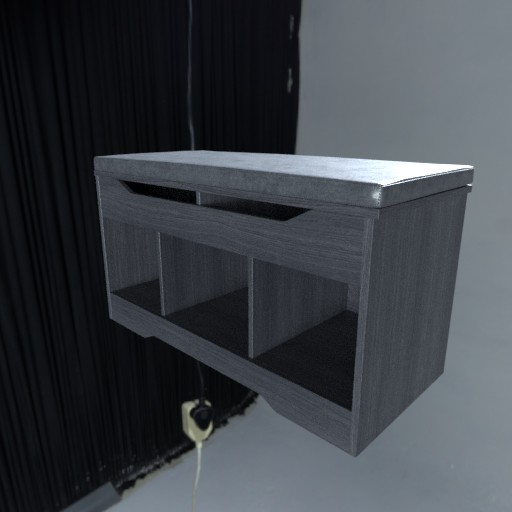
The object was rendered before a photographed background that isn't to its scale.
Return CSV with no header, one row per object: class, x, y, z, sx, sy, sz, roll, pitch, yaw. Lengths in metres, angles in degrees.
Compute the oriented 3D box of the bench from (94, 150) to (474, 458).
bench,0.000,0.000,1.165,0.905,0.501,0.401,15,22,42
